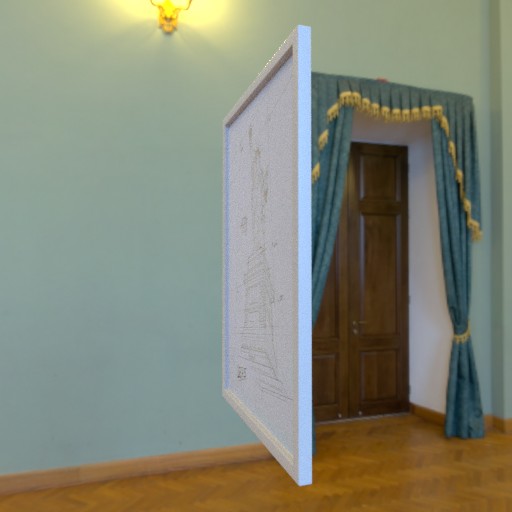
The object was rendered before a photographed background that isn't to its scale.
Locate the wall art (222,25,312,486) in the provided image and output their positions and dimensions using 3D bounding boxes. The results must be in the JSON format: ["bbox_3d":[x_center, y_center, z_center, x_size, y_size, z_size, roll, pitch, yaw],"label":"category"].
[{"bbox_3d":[0.000,0.000,1.047,0.026,0.813,0.556,0,-1,-18],"label":"wall art"}]
